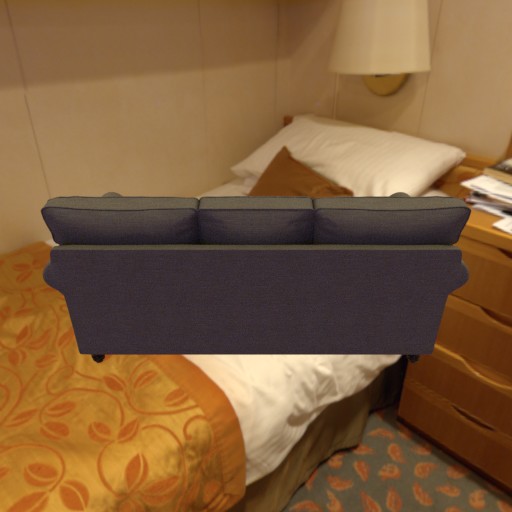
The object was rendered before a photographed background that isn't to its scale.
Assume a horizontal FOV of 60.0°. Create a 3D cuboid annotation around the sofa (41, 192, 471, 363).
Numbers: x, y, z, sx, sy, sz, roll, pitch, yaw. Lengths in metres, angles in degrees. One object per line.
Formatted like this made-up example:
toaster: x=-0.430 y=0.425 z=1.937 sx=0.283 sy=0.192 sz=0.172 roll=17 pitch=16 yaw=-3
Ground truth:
sofa: x=0.000 y=0.000 z=2.593 sx=2.084 sy=0.966 sz=0.909 roll=0 pitch=30 yaw=0
